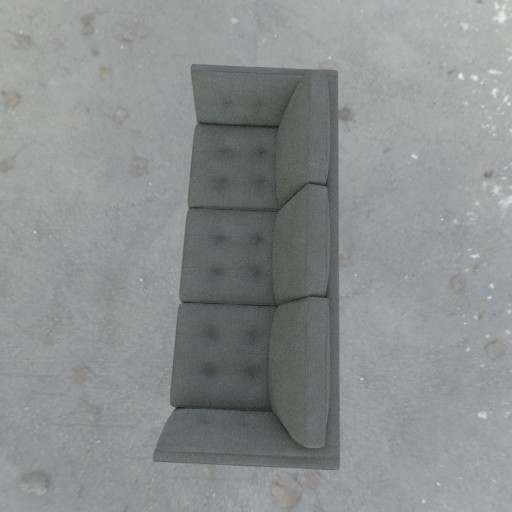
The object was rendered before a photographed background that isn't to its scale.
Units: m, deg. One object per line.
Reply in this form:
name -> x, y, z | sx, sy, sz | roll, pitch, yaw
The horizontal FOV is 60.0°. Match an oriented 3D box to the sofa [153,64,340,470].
sofa -> 0.000, 0.000, 2.862 | 0.965, 0.940, 2.387 | 2, 75, 1
